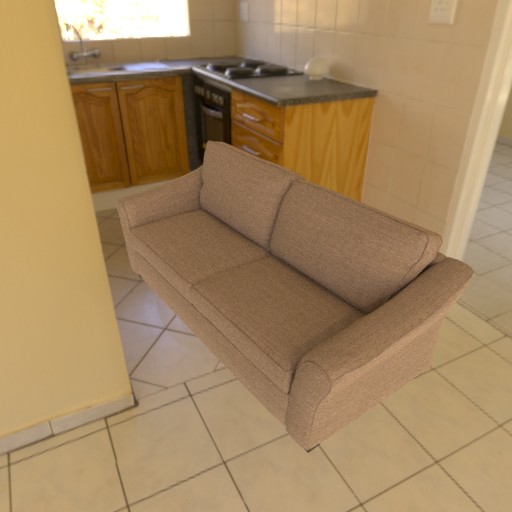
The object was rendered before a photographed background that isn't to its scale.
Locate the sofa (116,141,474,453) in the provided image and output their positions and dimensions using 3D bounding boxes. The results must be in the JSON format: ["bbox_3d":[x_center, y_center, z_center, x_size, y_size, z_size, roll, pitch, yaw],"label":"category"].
[{"bbox_3d":[0.000,0.000,2.793,0.980,0.965,2.270,-21,37,-31],"label":"sofa"}]
